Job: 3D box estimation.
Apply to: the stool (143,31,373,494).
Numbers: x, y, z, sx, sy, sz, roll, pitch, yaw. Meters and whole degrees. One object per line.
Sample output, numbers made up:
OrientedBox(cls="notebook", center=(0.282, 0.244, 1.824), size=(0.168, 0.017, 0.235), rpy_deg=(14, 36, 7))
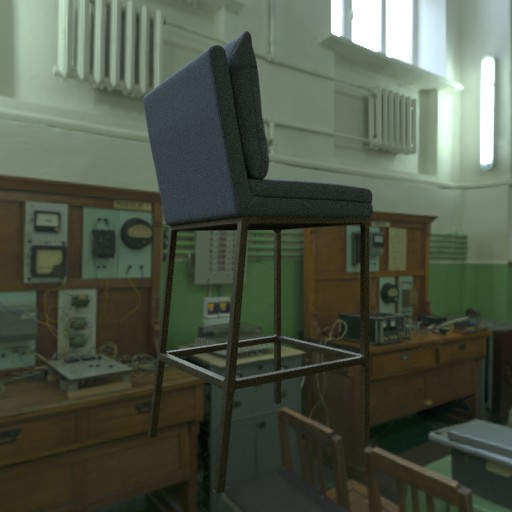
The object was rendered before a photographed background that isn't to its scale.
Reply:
OrientedBox(cls="stool", center=(0.000, 0.000, 1.377), size=(0.569, 1.130, 0.463), rpy_deg=(0, 0, -36))
